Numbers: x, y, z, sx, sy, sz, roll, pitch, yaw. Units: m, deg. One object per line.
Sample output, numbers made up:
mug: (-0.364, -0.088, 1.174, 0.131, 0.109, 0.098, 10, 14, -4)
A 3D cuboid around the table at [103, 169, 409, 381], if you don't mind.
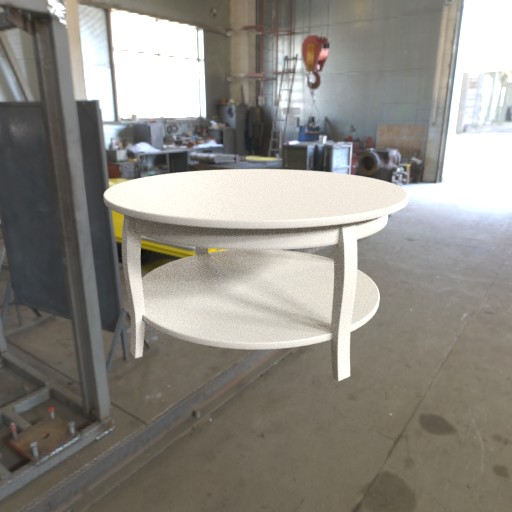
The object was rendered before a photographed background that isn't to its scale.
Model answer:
table: (0.000, 0.000, 1.461, 0.910, 0.457, 0.910, 0, 18, 0)
